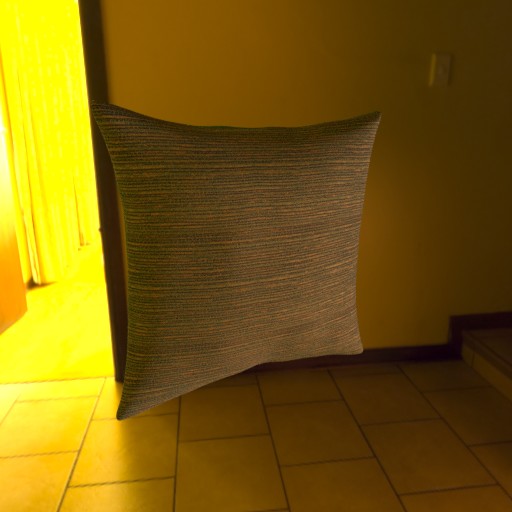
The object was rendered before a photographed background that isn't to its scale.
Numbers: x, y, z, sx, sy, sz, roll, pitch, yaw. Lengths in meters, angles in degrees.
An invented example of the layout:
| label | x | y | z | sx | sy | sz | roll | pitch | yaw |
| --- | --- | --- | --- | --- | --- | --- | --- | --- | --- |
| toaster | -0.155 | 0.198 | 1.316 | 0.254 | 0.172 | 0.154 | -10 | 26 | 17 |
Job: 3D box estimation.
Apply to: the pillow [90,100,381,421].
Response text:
| label | x | y | z | sx | sy | sz | roll | pitch | yaw |
| --- | --- | --- | --- | --- | --- | --- | --- | --- | --- |
| pillow | 0.000 | 0.000 | 0.770 | 0.514 | 0.497 | 0.150 | -8 | 18 | -26 |
